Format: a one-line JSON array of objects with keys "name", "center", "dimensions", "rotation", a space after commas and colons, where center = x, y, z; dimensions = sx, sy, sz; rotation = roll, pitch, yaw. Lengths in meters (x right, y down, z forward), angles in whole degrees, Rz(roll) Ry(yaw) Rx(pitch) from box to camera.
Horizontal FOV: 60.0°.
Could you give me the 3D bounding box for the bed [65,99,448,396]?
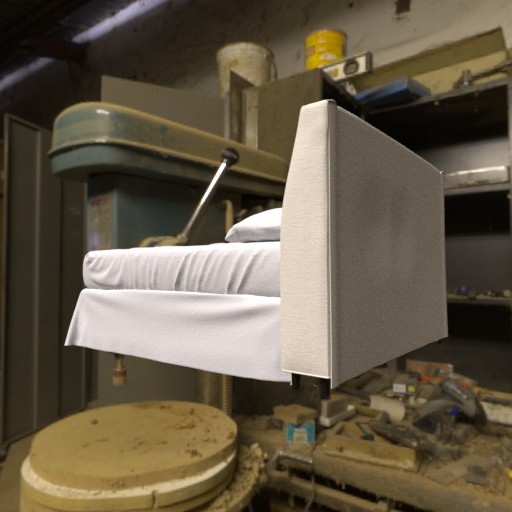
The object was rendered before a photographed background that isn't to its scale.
[{"name": "bed", "center": [0.000, 0.000, 3.355], "dimensions": [2.276, 1.332, 1.925], "rotation": [-2, -2, 37]}]
